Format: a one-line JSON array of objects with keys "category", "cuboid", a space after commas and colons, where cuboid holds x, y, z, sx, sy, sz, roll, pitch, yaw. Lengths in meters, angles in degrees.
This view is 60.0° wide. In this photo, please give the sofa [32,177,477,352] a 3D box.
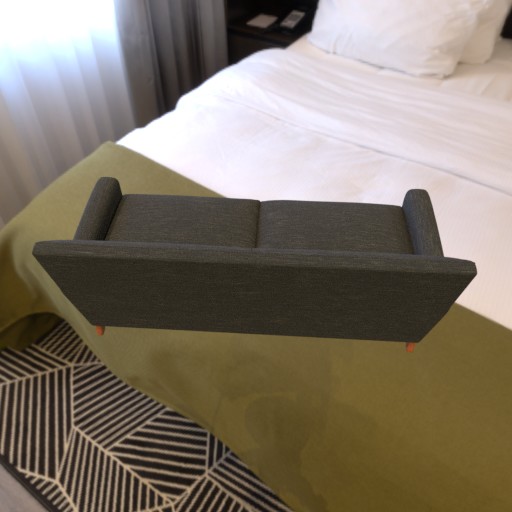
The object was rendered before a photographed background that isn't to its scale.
[{"category": "sofa", "cuboid": [0.000, 0.000, 2.474, 1.976, 0.846, 0.875, 3, 46, 3]}]
